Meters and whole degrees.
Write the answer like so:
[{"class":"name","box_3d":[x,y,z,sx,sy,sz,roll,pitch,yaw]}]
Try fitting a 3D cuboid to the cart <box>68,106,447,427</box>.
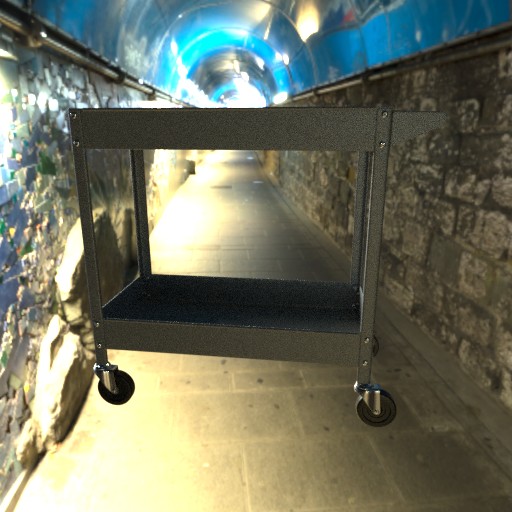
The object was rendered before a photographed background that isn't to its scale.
[{"class":"cart","box_3d":[0.000,0.000,1.148,0.779,0.719,0.366,2,17,7]}]
